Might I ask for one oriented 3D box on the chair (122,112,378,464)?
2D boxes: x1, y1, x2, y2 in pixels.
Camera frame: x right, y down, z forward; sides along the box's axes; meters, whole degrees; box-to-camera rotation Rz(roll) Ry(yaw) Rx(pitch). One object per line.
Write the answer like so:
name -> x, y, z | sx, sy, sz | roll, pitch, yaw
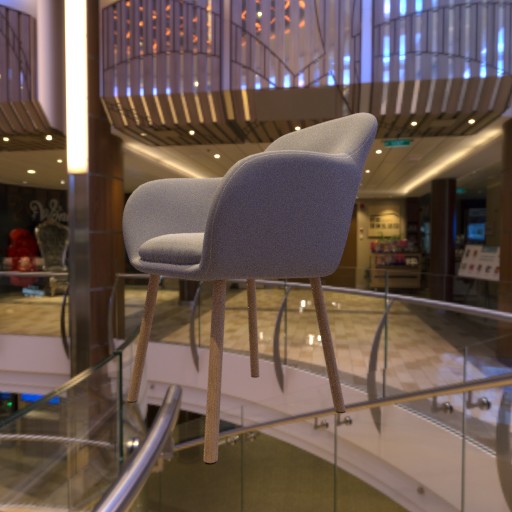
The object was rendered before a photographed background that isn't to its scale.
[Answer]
chair -> 0.000, 0.000, 1.246 | 0.590, 0.830, 0.570 | -2, 3, -37
